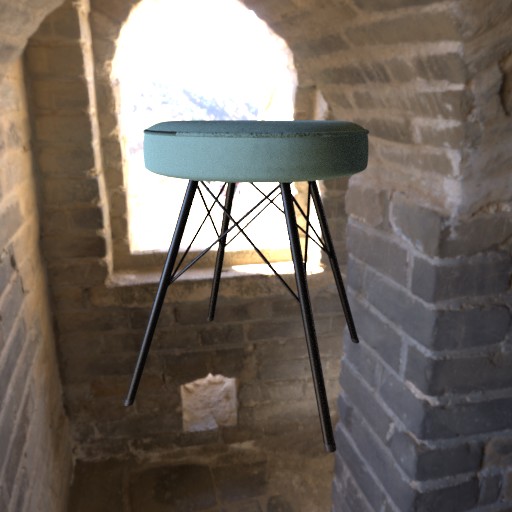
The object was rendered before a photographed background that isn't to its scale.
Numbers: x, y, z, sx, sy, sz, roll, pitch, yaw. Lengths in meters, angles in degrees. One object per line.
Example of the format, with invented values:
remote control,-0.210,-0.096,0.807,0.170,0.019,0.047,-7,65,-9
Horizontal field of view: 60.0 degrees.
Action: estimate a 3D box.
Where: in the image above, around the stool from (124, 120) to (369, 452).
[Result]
stool,0.000,0.000,0.889,0.458,0.519,0.457,9,19,25
